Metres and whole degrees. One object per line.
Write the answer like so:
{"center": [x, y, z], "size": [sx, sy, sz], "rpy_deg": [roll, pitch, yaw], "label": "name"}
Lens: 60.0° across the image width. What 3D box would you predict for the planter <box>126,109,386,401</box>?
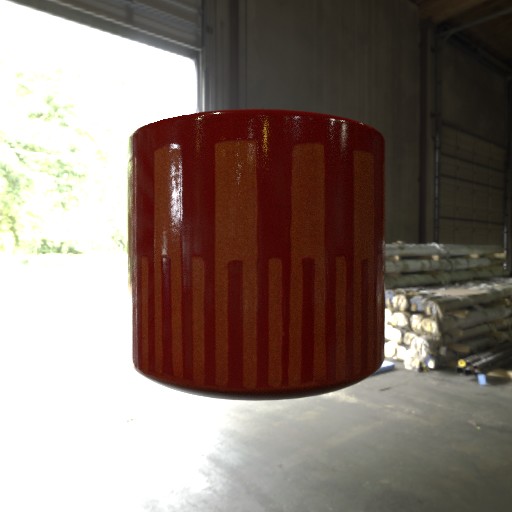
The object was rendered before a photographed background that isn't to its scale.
{"center": [0.000, 0.000, 0.410], "size": [0.230, 0.202, 0.230], "rpy_deg": [0, 1, 0], "label": "planter"}
